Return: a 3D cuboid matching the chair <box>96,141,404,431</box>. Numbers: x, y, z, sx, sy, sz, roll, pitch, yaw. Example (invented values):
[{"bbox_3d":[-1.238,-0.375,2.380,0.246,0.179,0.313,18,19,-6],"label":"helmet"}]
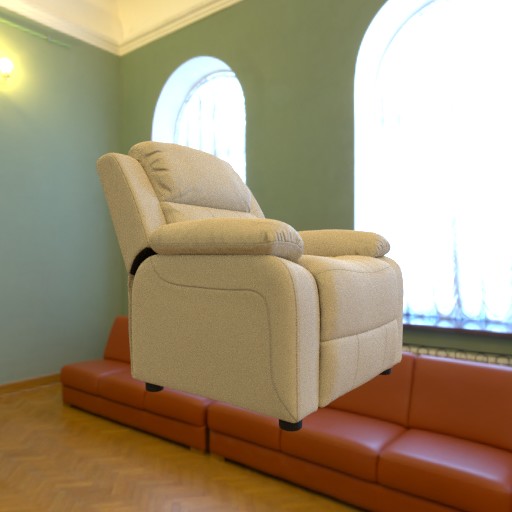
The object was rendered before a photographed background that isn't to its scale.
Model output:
[{"bbox_3d":[0.000,0.000,1.276,0.709,0.702,0.680,0,0,36],"label":"chair"}]
